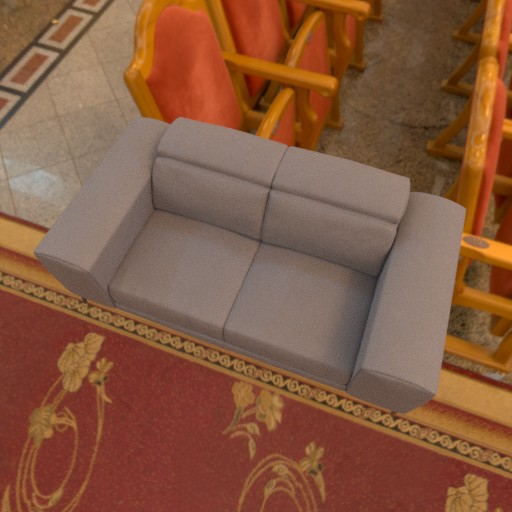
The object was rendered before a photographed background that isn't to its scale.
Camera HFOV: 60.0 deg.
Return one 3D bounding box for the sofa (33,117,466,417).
[{"bbox_3d":[0.000,0.000,2.328,1.895,0.779,1.003,18,60,11],"label":"sofa"}]
